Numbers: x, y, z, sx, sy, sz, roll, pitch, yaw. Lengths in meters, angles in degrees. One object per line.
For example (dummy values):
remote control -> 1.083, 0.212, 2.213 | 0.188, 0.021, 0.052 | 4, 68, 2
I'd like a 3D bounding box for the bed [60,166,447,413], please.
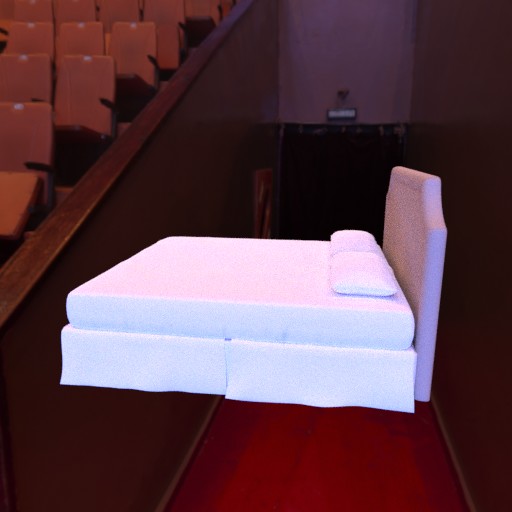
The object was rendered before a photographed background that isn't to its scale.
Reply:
bed -> 0.000, 0.000, 4.134 | 2.773, 1.590, 2.350 | 2, 14, 9
